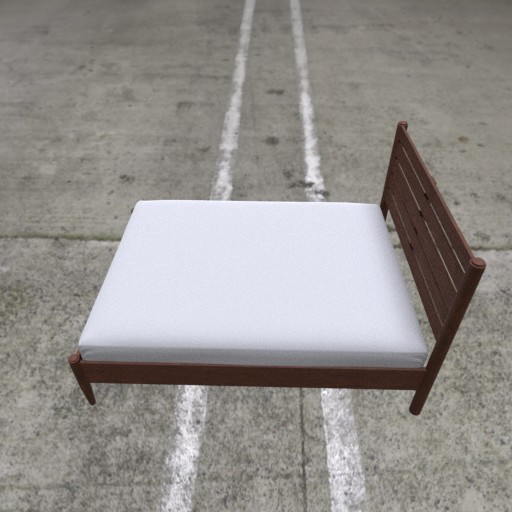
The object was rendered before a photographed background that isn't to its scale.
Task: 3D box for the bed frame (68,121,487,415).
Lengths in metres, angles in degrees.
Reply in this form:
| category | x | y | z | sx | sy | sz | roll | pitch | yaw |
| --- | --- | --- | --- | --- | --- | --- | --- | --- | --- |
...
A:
| category | x | y | z | sx | sy | sz | roll | pitch | yaw |
| --- | --- | --- | --- | --- | --- | --- | --- | --- | --- |
| bed frame | 0.000 | 0.000 | 3.155 | 2.234 | 1.321 | 1.655 | 1 | 40 | 1 |
